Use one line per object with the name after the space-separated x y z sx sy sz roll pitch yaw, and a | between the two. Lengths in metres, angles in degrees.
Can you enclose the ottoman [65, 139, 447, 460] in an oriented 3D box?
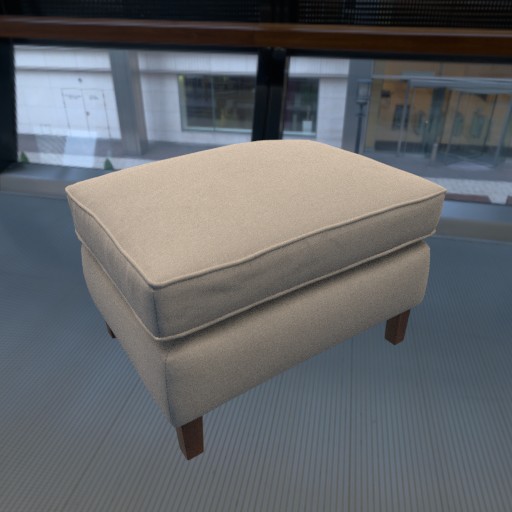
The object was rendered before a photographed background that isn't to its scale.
0.000 0.000 0.988 0.665 0.456 0.501 -18 34 -29 | ottoman
